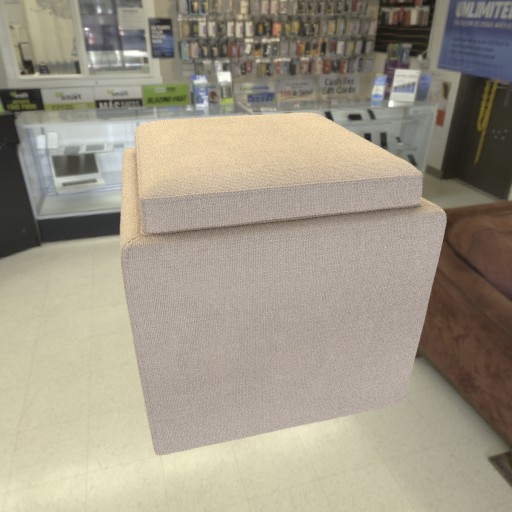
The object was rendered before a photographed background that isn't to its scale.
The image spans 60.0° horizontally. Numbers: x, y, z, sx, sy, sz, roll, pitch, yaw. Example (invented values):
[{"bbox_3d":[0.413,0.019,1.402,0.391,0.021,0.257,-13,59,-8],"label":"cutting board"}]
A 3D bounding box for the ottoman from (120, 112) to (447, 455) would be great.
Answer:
[{"bbox_3d":[0.000,0.000,0.817,0.450,0.460,0.451,-7,30,-13],"label":"ottoman"}]
